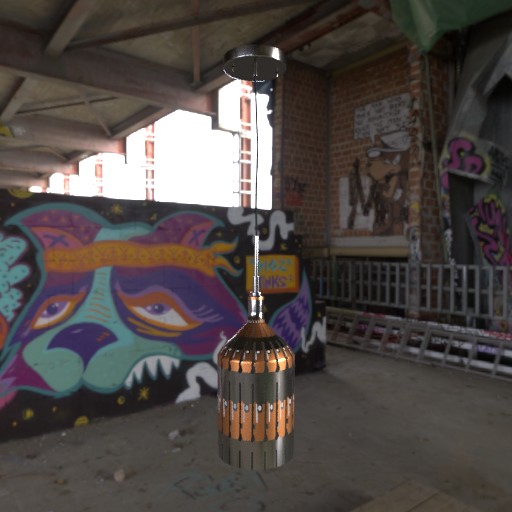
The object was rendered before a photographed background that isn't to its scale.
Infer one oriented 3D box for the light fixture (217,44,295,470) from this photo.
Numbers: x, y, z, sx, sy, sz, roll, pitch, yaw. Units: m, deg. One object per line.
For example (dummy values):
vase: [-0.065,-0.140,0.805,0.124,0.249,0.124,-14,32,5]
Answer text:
light fixture: [0.000,0.000,1.735,0.303,1.535,0.303,0,0,0]
